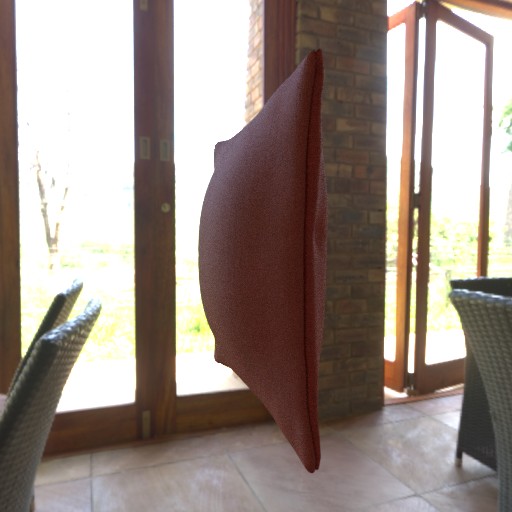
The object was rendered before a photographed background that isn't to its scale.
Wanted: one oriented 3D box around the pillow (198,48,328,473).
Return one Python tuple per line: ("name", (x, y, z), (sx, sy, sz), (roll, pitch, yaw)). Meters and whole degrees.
("pillow", (0.000, 0.000, 0.638), (0.151, 0.416, 0.435), (-1, 2, -18))
